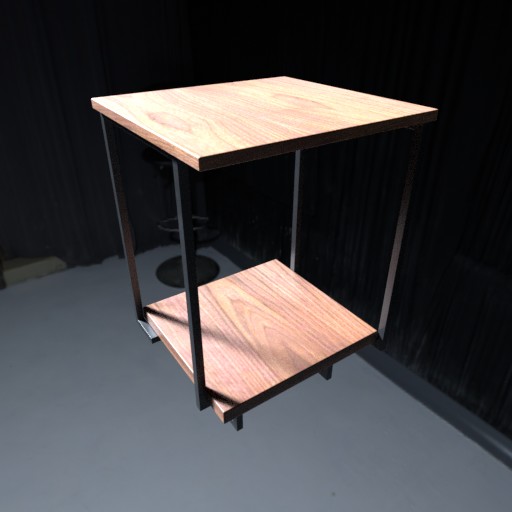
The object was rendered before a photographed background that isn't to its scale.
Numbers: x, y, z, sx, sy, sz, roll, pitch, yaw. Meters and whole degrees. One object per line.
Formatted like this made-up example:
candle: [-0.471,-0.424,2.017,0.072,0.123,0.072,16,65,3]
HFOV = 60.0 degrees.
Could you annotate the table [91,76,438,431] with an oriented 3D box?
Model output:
table: [0.000,0.000,0.853,0.411,0.567,0.384,-19,35,-29]
